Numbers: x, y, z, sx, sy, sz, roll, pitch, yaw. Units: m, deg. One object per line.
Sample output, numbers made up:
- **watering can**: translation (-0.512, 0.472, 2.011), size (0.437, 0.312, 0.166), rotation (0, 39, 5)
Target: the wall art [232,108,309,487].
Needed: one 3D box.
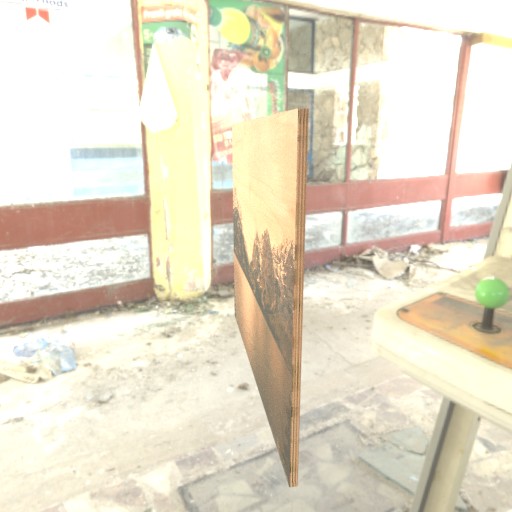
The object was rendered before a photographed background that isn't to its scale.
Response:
- **wall art**: translation (0.000, 0.000, 0.691), size (0.010, 0.408, 0.508), rotation (-3, 15, -9)
